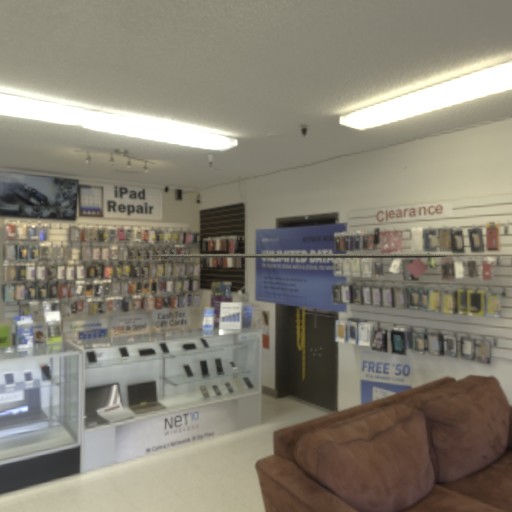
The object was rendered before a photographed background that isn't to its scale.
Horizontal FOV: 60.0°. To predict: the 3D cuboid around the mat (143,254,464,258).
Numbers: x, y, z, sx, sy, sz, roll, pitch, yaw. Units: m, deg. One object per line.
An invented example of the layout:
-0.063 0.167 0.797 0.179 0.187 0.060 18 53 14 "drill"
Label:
0.000 0.000 1.893 0.913 0.013 1.524 0 0 -35 "mat"
